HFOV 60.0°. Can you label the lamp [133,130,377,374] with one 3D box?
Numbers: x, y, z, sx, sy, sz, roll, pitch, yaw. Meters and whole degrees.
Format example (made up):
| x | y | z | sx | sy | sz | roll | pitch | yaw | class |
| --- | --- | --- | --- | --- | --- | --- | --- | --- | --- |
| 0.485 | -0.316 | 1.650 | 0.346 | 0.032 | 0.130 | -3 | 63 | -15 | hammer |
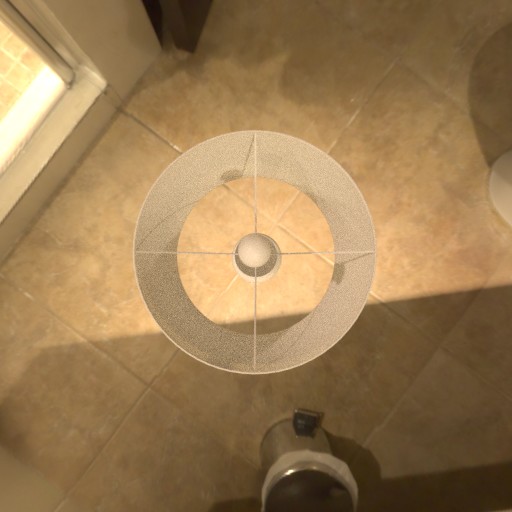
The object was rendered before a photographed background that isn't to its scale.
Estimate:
| x | y | z | sx | sy | sz | roll | pitch | yaw | class |
| --- | --- | --- | --- | --- | --- | --- | --- | --- | --- |
| 0.000 | 0.000 | 0.730 | 0.250 | 0.597 | 0.250 | 0 | 89 | 0 | lamp |
